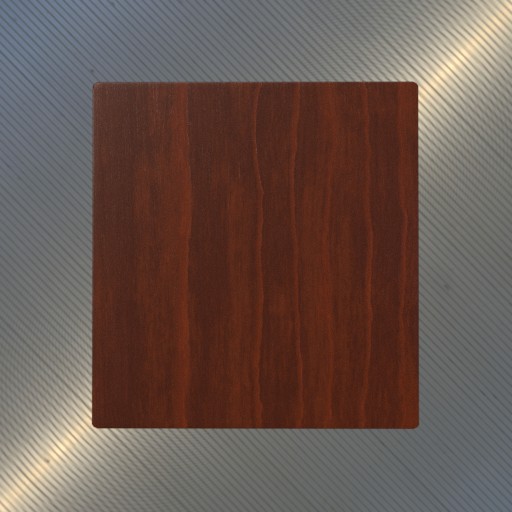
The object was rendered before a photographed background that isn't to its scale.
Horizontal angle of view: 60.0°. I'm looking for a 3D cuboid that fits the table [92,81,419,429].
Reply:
[{"bbox_3d":[0.000,0.000,0.958,0.500,0.567,0.533,0,90,0],"label":"table"}]
